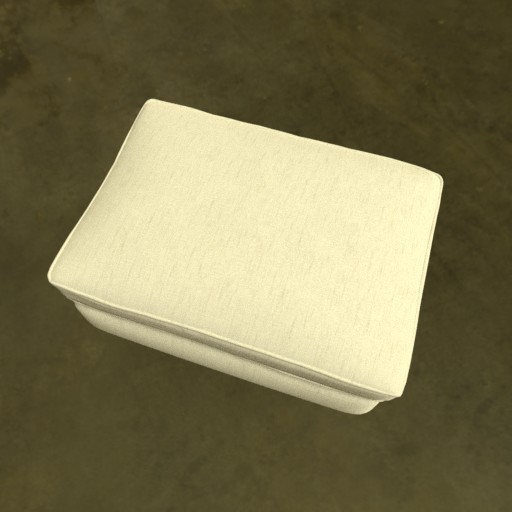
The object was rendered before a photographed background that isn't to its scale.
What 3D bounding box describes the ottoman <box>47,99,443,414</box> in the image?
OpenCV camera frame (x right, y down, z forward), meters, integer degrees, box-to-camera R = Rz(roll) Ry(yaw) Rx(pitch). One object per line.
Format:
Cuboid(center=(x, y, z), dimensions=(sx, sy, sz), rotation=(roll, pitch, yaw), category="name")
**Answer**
Cuboid(center=(0.000, 0.000, 0.968), dimensions=(0.665, 0.406, 0.501), rotation=(17, 66, 8), category="ottoman")
